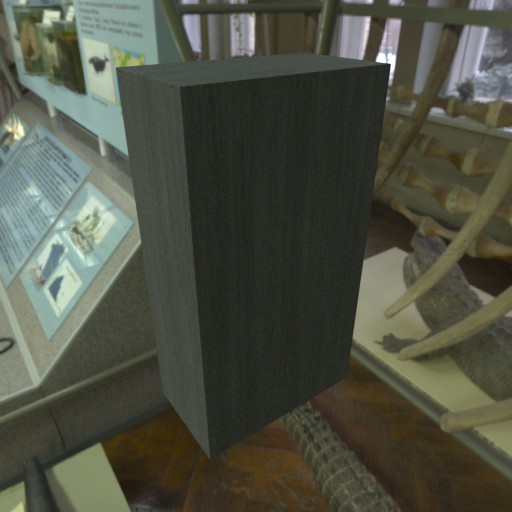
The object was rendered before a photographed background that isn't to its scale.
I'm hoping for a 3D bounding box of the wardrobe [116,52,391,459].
[{"bbox_3d":[0.000,0.000,2.270,0.991,1.808,0.577,-20,35,-30],"label":"wardrobe"}]
